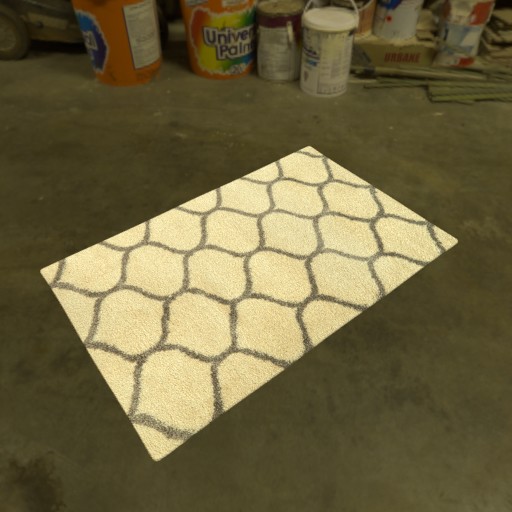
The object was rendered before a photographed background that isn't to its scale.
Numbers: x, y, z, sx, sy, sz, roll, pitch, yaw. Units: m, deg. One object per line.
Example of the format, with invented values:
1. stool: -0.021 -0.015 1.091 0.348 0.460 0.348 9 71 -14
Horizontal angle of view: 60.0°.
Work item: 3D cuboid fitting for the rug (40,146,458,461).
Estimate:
1. rug: 0.000 0.000 2.930 2.348 0.024 1.501 -30 53 -25
